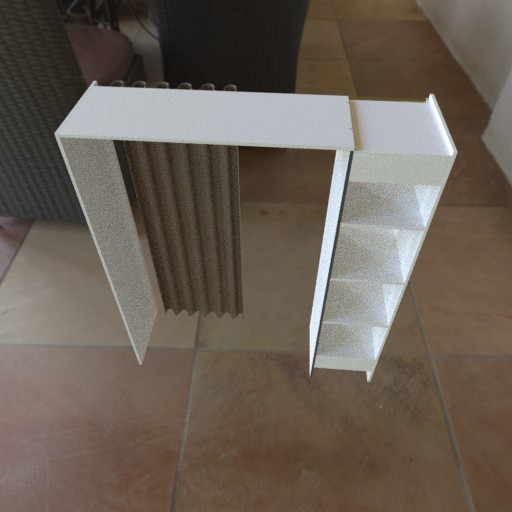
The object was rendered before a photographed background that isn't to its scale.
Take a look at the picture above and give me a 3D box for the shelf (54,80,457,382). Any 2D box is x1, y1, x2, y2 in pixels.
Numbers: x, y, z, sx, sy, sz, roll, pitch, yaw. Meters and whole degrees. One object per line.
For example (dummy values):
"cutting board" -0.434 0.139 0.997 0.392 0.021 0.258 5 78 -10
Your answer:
"shelf" 0.000 0.000 2.579 1.600 1.820 0.500 3 46 3
